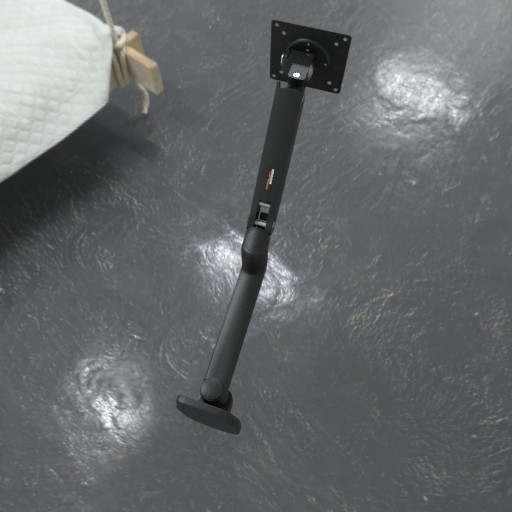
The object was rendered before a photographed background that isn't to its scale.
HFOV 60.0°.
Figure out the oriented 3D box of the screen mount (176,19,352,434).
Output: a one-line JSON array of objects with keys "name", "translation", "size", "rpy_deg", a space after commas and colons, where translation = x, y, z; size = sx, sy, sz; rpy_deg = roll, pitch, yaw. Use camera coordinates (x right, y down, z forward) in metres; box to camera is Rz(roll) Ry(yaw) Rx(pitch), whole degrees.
[{"name": "screen mount", "translation": [0.000, 0.000, 0.712], "size": [0.115, 0.466, 0.495], "rpy_deg": [16, 64, 8]}]
